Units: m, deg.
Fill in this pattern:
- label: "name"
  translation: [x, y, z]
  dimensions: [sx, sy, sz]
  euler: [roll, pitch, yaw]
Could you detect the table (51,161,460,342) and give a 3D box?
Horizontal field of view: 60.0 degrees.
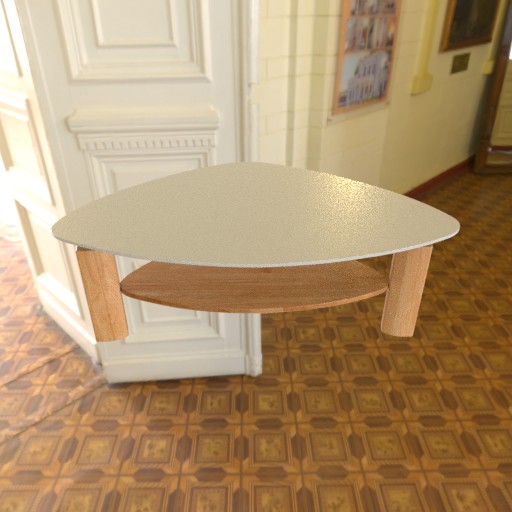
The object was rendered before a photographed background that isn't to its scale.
- label: "table"
  translation: [0.000, 0.000, 1.631]
  dimensions: [1.250, 0.440, 0.850]
  euler: [-1, 30, -1]
